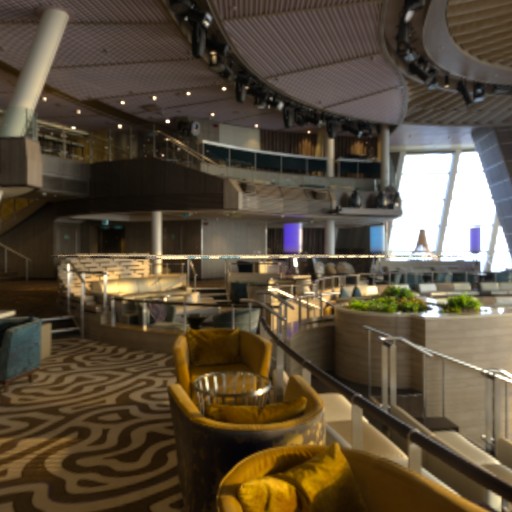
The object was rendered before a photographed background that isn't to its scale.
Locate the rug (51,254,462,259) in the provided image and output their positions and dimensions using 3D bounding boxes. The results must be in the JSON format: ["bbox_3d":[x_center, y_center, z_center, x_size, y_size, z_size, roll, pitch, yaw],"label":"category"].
[{"bbox_3d":[0.000,0.000,3.016,2.261,0.013,1.676,0,0,-36],"label":"rug"}]
